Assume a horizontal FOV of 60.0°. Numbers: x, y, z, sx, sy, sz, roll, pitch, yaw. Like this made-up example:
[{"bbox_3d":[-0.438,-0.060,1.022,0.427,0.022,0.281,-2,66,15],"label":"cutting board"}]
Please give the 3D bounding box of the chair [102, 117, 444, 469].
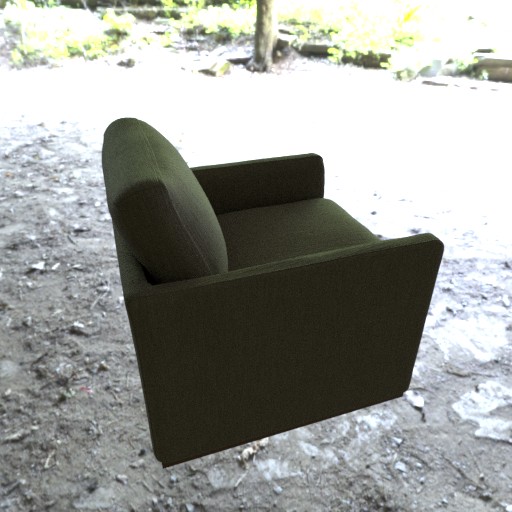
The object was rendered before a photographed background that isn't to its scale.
[{"bbox_3d":[0.000,0.000,1.428,0.834,0.811,0.763,-10,33,-16],"label":"chair"}]
